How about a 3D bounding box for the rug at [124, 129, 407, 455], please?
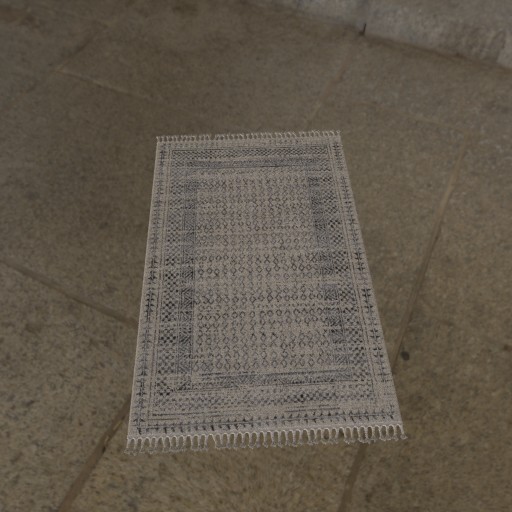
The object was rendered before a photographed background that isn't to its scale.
[{"bbox_3d":[0.000,0.000,3.067,1.548,0.013,2.486,-2,57,-1],"label":"rug"}]
